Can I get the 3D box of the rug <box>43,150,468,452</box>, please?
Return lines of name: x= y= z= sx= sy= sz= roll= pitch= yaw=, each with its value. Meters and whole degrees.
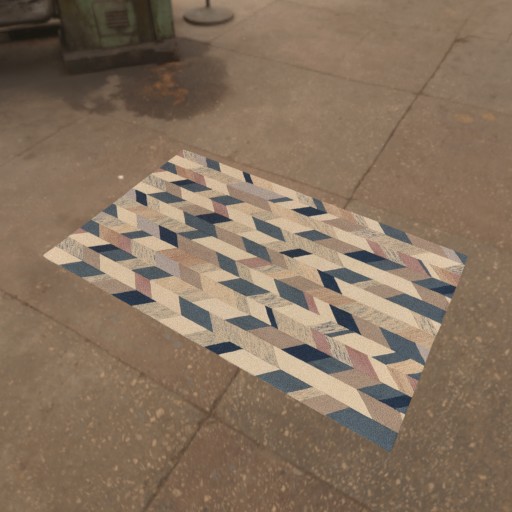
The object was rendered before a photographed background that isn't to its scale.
rug: x=0.000 y=0.000 z=2.962 sx=2.423 sy=0.008 sz=1.513 roll=24 pitch=51 yaw=22
